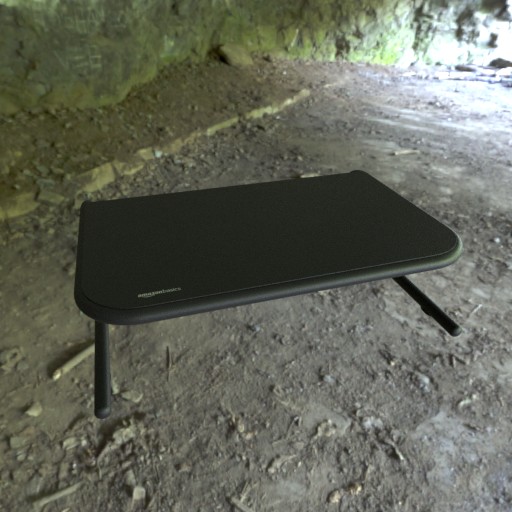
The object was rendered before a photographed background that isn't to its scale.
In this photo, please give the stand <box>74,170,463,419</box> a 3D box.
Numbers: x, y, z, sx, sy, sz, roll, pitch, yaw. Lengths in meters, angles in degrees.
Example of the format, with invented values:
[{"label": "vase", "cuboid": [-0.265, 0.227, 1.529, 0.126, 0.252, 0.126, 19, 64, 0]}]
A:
[{"label": "stand", "cuboid": [0.000, 0.000, 0.509, 0.370, 0.108, 0.280, -9, 32, -15]}]
